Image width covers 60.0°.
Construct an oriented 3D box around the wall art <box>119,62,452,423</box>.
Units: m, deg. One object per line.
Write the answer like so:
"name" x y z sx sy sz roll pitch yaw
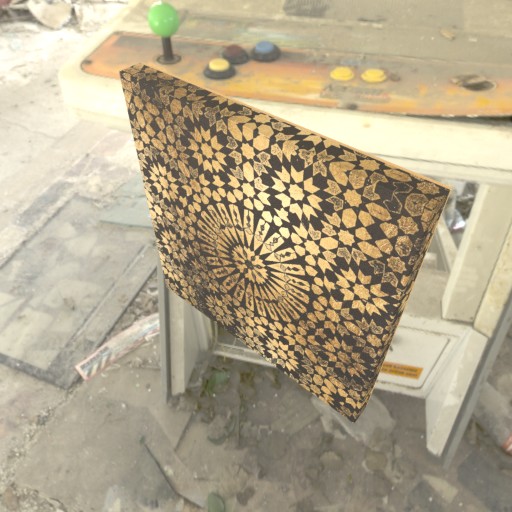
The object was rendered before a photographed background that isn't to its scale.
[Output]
"wall art" 0.000 0.000 0.602 0.405 0.405 0.038 31 53 27
